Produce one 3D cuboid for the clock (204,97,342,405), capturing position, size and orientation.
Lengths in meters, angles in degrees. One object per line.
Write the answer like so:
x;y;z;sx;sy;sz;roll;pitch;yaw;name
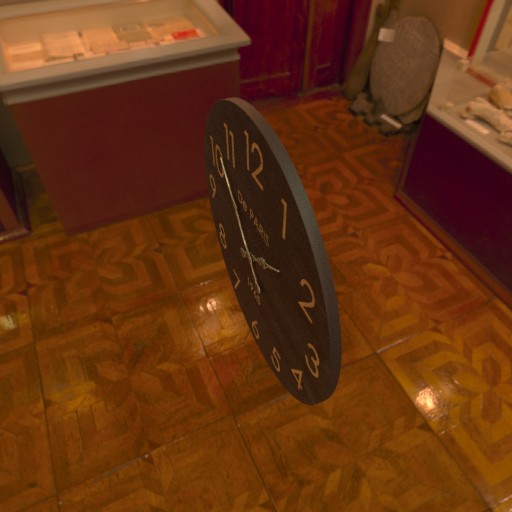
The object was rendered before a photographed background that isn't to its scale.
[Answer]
0.000;0.000;0.876;0.029;0.595;0.595;-17;50;-15;clock
